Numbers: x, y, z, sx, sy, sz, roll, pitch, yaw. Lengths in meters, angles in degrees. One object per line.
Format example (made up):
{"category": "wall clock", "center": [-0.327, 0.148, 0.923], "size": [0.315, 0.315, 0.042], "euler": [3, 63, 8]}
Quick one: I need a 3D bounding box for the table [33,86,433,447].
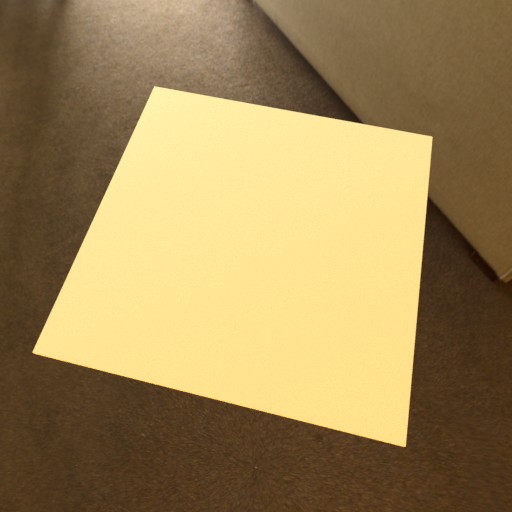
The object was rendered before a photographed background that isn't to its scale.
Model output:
{"category": "table", "center": [0.000, 0.000, 1.342], "size": [0.890, 0.305, 0.890], "euler": [12, 65, 6]}
